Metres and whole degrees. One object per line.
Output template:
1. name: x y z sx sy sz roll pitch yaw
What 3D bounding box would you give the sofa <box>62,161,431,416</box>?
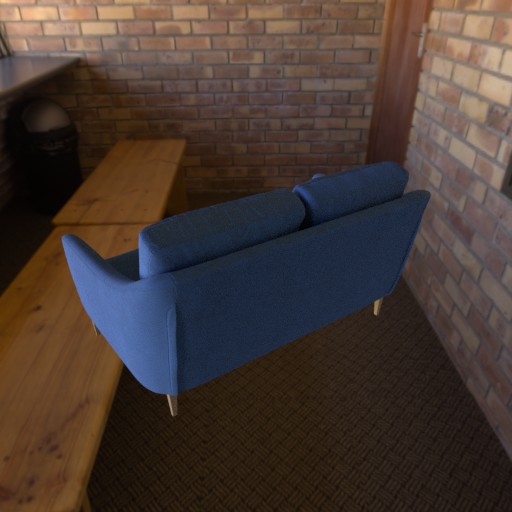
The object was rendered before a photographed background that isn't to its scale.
1. sofa: 0.000 0.000 2.234 1.619 0.902 0.960 -19 36 -29
